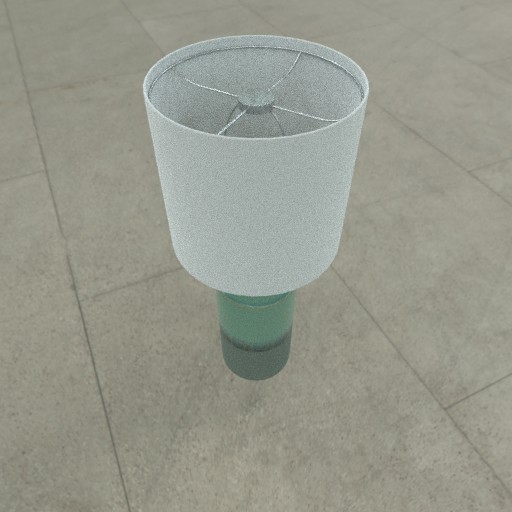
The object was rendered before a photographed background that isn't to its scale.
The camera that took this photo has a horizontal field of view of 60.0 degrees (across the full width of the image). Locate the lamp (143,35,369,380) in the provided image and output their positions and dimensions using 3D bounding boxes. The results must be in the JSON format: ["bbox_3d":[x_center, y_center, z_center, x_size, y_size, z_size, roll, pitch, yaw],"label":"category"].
[{"bbox_3d":[0.000,0.000,0.600,0.212,0.493,0.212,22,51,20],"label":"lamp"}]
